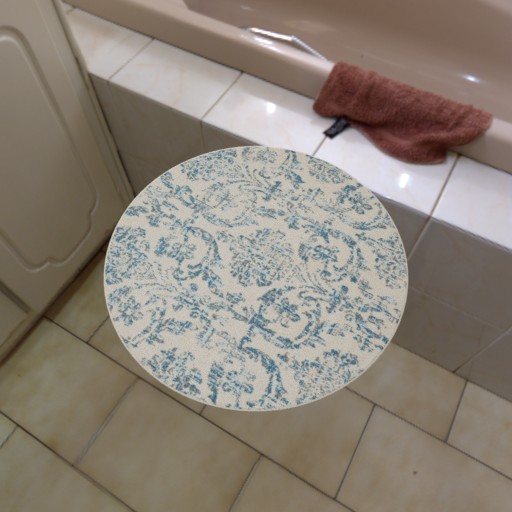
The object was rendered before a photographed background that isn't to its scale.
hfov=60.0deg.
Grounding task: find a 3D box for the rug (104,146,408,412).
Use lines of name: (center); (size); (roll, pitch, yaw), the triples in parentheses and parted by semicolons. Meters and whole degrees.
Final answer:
rug: (0.000, 0.000, 2.352); (1.593, 0.012, 1.593); (0, 59, 0)
